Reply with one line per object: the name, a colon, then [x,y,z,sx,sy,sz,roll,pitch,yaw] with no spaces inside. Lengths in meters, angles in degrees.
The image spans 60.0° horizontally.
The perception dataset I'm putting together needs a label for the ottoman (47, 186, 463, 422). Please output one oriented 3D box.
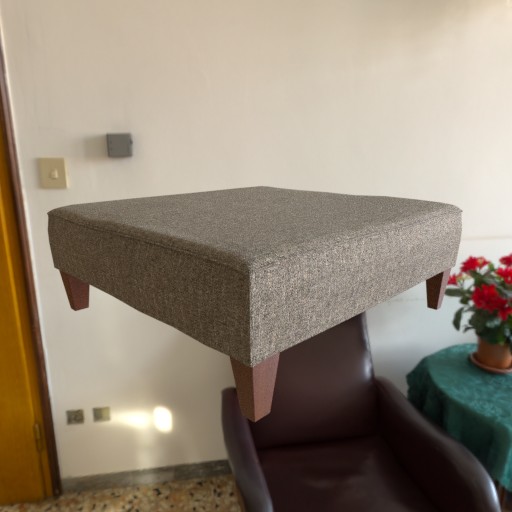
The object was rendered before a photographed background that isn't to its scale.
ottoman: [0.000,0.000,1.500,1.016,0.379,0.981,-14,20,-43]
